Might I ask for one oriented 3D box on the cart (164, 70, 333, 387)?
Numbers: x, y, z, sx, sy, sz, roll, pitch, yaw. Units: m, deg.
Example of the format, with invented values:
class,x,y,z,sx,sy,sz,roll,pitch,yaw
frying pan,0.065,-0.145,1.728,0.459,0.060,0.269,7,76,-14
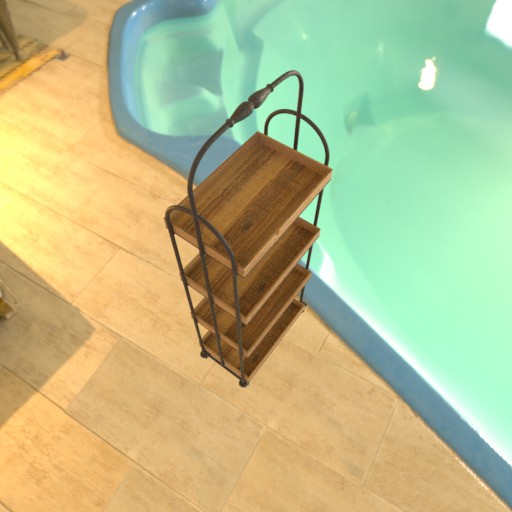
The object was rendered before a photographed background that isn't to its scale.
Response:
class,x,y,z,sx,sy,sz,roll,pitch,yaw
cart,0.000,0.000,1.727,0.308,1.481,0.581,32,62,19
